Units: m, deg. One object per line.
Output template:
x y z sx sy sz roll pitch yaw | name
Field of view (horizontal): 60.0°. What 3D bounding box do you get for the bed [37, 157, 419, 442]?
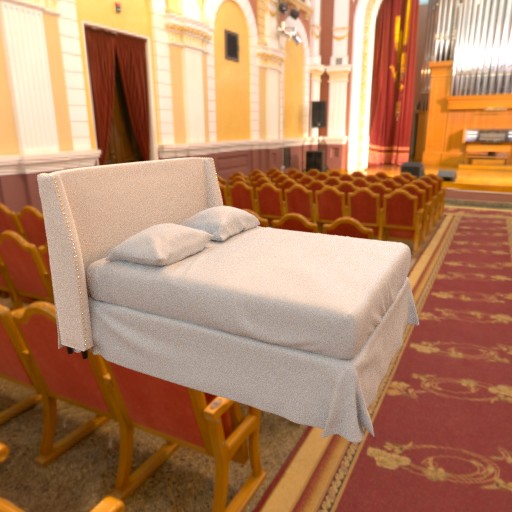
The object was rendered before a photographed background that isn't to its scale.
0.000 0.000 3.371 2.276 1.332 1.925 8 18 27 | bed
